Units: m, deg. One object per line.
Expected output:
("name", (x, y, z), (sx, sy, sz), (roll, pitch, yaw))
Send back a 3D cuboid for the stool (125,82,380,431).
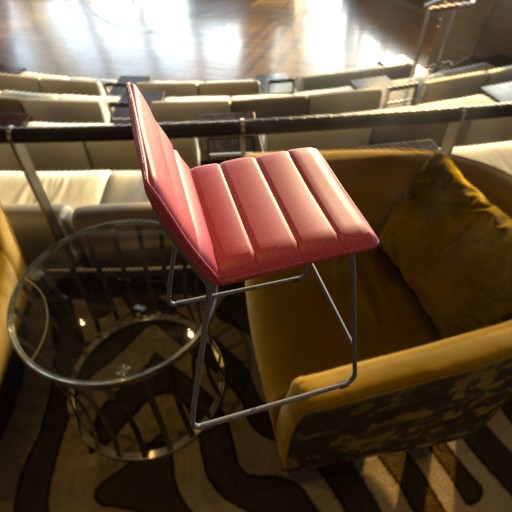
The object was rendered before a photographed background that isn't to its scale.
("stool", (0.000, 0.000, 1.187), (0.524, 0.866, 0.489), (-12, 48, -11))
